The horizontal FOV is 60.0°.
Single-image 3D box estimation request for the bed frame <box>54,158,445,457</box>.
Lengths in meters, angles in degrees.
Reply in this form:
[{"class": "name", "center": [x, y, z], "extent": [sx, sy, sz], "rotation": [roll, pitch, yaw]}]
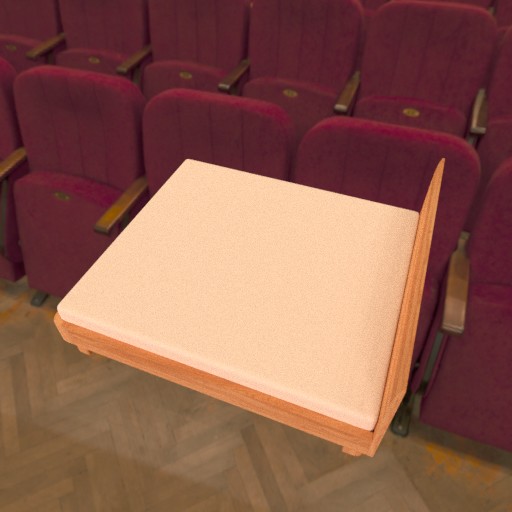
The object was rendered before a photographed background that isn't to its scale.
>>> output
[{"class": "bed frame", "center": [0.000, 0.000, 3.077], "extent": [2.092, 0.940, 1.872], "rotation": [16, 48, 15]}]
